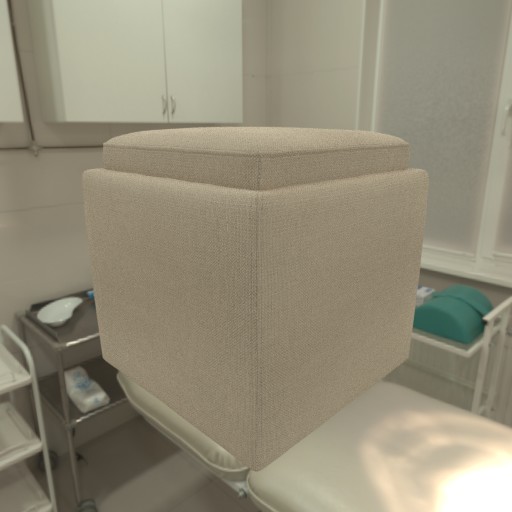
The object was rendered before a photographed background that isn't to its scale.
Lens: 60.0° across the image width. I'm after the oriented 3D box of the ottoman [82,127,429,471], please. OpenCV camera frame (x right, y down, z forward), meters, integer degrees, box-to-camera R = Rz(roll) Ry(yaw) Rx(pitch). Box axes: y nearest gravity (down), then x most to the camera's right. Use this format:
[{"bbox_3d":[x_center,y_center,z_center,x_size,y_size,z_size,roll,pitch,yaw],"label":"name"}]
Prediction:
[{"bbox_3d":[0.000,0.000,0.822,0.451,0.460,0.450,16,23,42],"label":"ottoman"}]
